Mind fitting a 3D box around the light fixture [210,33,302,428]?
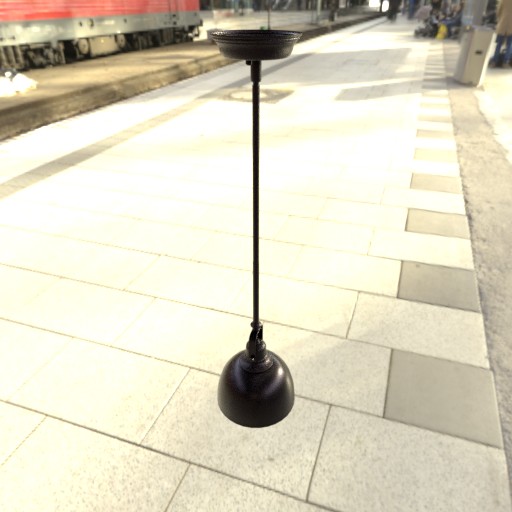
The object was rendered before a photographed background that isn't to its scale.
[{"bbox_3d":[0.000,0.000,0.851,0.182,0.768,0.182,9,32,15],"label":"light fixture"}]
